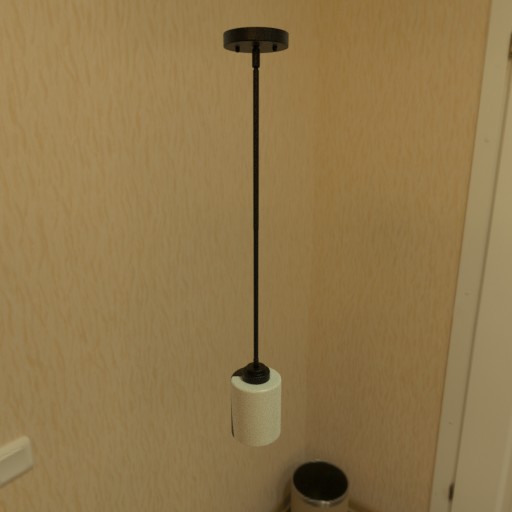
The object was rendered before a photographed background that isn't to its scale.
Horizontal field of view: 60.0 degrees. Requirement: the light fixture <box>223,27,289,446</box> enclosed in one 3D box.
[{"bbox_3d":[0.000,0.000,0.946,0.123,0.863,0.123,2,15,8],"label":"light fixture"}]
